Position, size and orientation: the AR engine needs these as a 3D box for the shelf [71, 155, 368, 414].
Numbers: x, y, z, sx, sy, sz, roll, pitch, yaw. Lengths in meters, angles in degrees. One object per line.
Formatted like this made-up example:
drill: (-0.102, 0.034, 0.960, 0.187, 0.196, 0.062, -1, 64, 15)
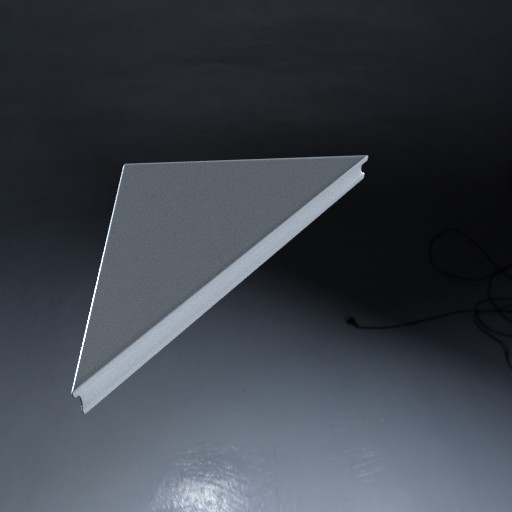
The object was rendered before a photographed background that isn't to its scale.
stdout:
shelf: (0.000, 0.000, 0.446, 0.296, 0.035, 0.296, -3, 46, -3)
